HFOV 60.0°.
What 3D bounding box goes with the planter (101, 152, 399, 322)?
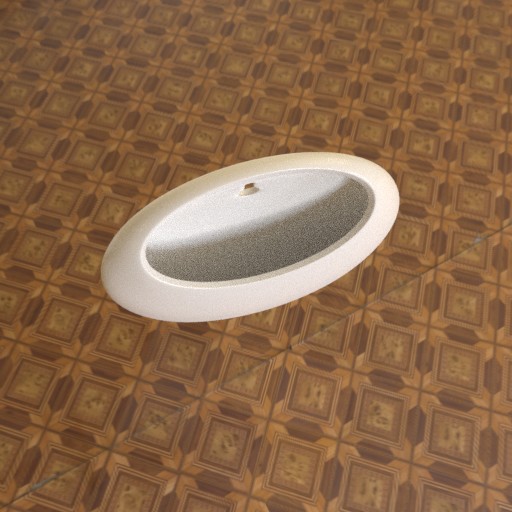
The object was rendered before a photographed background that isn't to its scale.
[{"bbox_3d":[0.000,0.000,0.278,0.185,0.188,0.043,-14,66,-7],"label":"planter"}]
